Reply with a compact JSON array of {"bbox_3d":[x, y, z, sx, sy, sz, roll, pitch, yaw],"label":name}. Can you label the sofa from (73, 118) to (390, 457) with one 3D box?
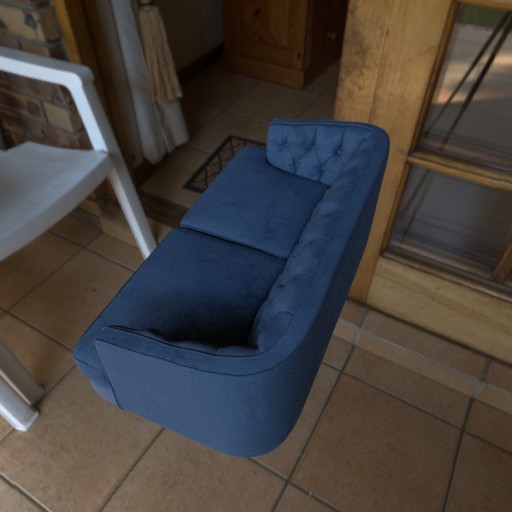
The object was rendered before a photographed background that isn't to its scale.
[{"bbox_3d":[0.000,0.000,2.233,0.941,0.854,1.733,18,49,16],"label":"sofa"}]
